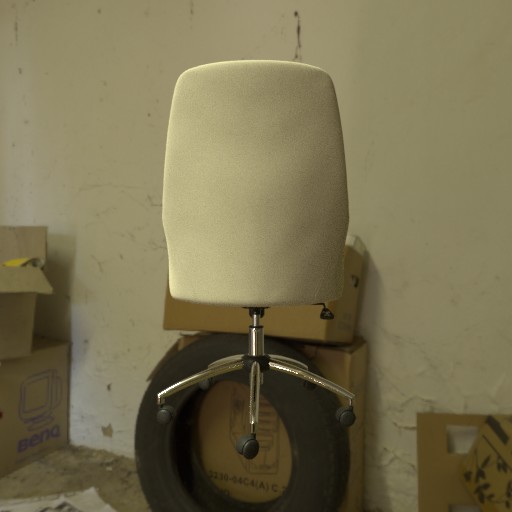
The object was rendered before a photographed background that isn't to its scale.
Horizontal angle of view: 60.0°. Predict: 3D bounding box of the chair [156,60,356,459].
[{"bbox_3d":[0.000,0.000,1.449,0.620,1.049,0.640,0,0,1],"label":"chair"}]
